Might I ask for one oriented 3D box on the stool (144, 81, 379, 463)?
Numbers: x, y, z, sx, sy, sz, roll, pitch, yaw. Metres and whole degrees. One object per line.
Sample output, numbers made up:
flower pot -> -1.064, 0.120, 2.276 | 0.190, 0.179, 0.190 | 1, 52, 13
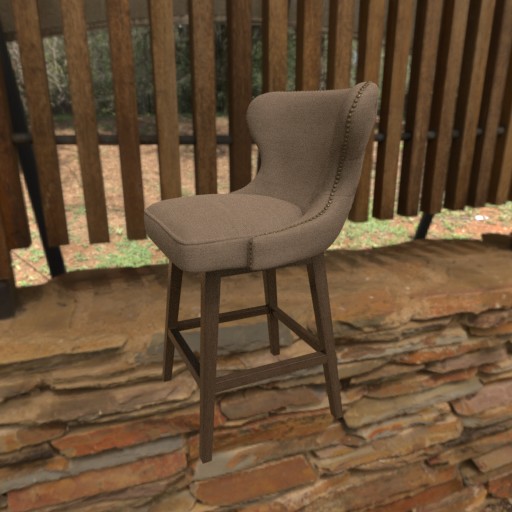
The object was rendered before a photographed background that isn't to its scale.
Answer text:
stool -> 0.000, 0.000, 1.346 | 0.597, 0.972, 0.615 | -8, 19, -24
